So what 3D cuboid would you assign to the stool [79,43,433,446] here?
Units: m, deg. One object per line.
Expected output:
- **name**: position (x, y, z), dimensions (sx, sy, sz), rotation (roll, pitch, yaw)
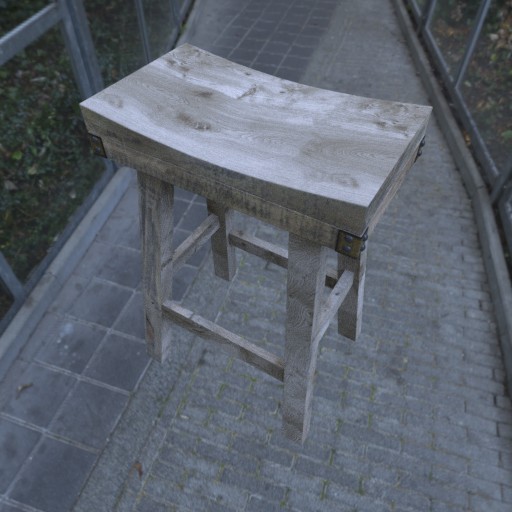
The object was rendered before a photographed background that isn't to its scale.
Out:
- **stool**: position (0.000, 0.000, 0.867), dimensions (0.450, 0.635, 0.330), rotation (24, 51, 20)
